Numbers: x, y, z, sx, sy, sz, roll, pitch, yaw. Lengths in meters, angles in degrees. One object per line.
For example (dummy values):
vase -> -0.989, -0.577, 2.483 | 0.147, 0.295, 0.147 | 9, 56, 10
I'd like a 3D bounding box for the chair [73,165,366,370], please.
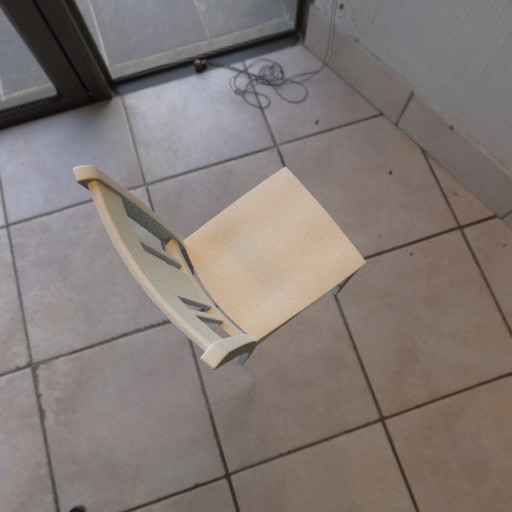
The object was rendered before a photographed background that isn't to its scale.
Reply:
chair -> 0.000, 0.000, 1.287 | 0.555, 0.998, 0.450 | -36, 77, -9
